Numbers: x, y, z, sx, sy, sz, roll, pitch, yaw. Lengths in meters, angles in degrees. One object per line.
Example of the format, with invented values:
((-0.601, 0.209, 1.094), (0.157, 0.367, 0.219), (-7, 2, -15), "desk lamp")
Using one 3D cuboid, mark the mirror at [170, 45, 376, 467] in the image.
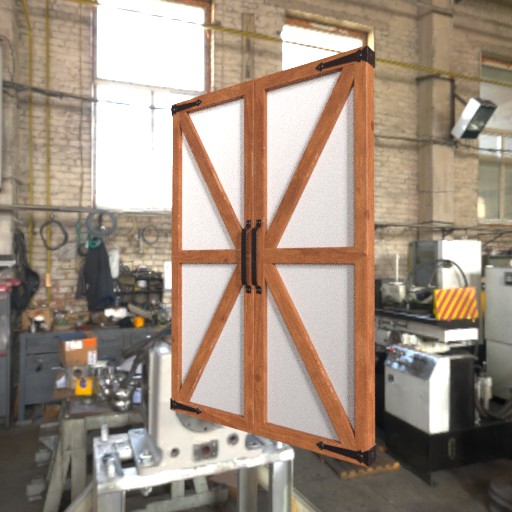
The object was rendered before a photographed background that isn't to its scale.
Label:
((0.000, 0.000, 0.956), (0.517, 0.761, 0.053), (0, -1, 37), "mirror")
